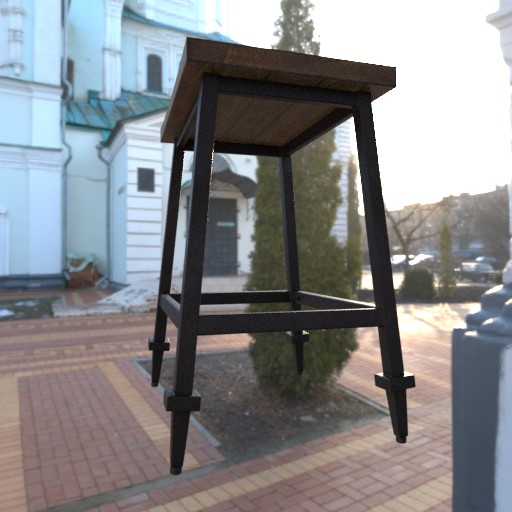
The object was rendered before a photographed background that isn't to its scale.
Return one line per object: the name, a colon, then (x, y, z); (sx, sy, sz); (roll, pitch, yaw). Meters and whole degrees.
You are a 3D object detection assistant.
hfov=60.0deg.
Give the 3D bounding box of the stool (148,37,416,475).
stool: (0.000, 0.000, 0.906); (0.405, 0.625, 0.486); (0, 0, -17)
